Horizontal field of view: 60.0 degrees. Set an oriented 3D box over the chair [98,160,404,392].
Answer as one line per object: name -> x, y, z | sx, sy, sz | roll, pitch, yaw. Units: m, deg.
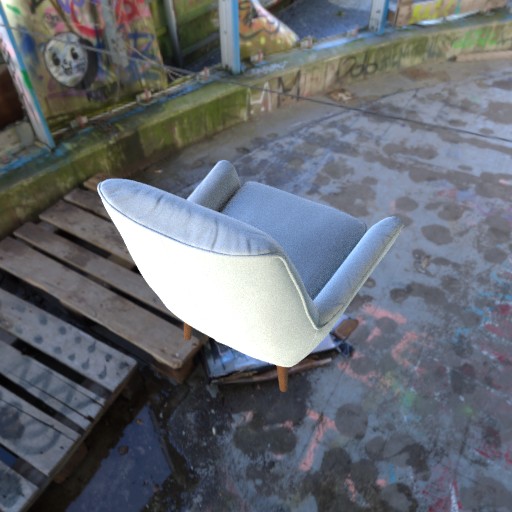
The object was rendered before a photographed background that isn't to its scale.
chair -> 0.000, 0.000, 1.519 | 0.787, 0.888, 0.822 | 23, 50, 21
